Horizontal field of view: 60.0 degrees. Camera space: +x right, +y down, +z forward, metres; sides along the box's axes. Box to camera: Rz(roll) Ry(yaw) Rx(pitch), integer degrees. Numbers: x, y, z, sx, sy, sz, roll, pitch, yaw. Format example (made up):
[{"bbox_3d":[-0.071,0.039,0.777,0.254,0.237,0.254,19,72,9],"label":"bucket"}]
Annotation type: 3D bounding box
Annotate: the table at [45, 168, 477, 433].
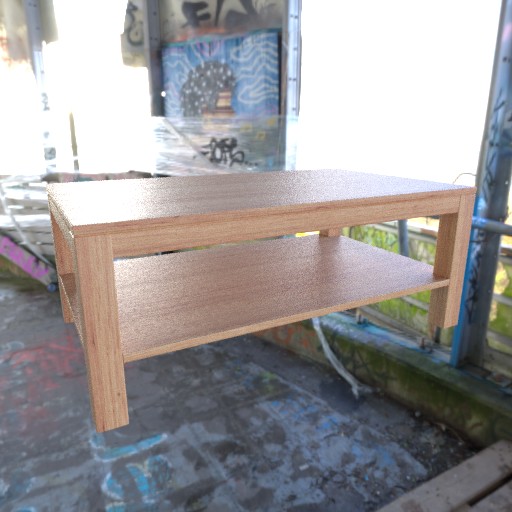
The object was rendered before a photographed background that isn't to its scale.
[{"bbox_3d":[0.000,0.000,1.439,1.146,0.457,0.695,-9,19,-27],"label":"table"}]
